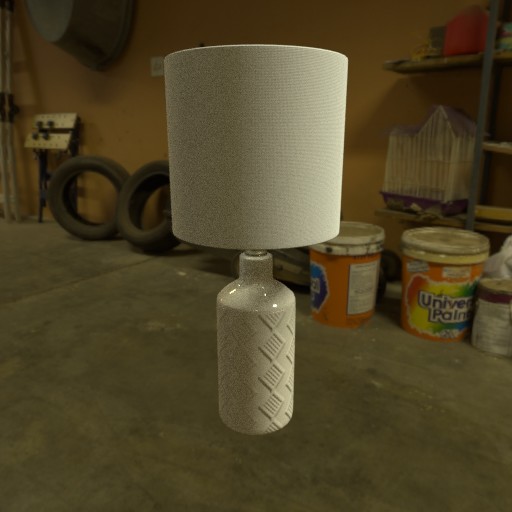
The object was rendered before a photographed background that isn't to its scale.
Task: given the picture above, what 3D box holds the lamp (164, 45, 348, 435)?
[{"bbox_3d":[0.000,0.000,0.569,0.207,0.461,0.207,-3,16,-10],"label":"lamp"}]
